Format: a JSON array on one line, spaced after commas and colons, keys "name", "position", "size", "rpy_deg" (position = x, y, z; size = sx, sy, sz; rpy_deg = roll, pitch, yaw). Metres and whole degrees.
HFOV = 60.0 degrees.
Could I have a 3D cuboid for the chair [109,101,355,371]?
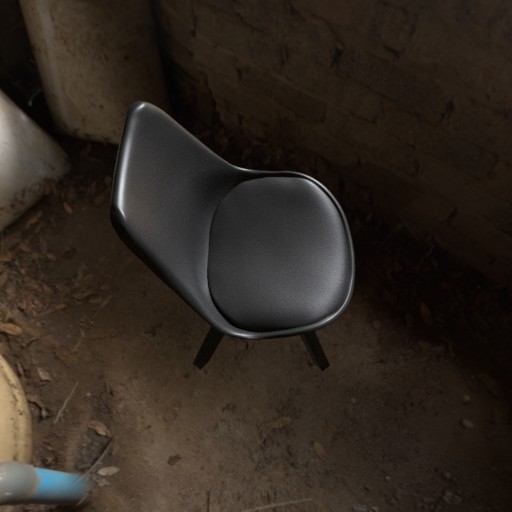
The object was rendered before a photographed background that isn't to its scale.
[{"name": "chair", "position": [0.000, 0.000, 1.198], "size": [0.530, 0.850, 0.485], "rpy_deg": [1, 65, 0]}]
